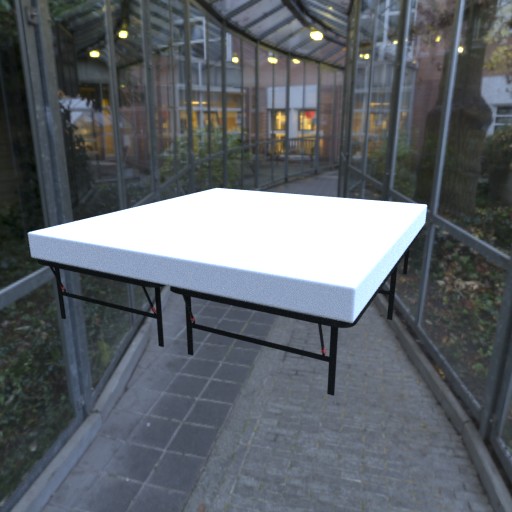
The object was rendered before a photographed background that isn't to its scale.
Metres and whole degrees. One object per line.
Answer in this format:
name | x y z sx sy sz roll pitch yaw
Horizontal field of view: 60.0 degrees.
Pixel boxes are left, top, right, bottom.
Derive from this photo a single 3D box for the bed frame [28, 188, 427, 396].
bed frame | 0.000 0.000 3.083 1.930 0.559 2.032 9 19 26
